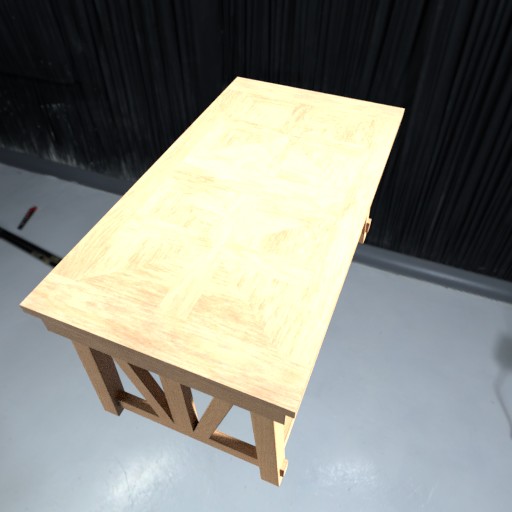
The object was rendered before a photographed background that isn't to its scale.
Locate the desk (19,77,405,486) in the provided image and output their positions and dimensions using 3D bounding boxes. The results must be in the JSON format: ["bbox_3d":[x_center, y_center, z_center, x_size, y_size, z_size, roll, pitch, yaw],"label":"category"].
[{"bbox_3d":[0.000,0.000,1.881,0.813,0.762,1.499,17,49,15],"label":"desk"}]
